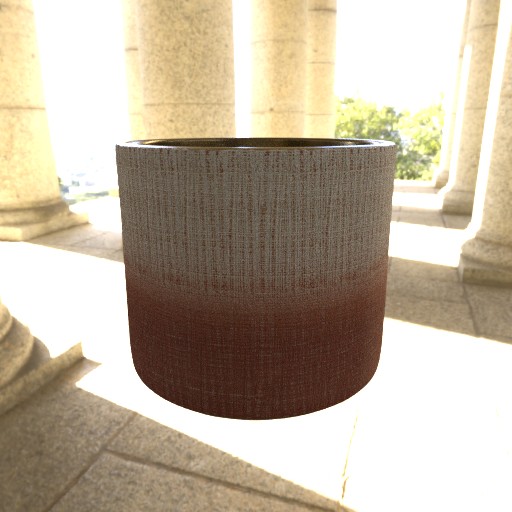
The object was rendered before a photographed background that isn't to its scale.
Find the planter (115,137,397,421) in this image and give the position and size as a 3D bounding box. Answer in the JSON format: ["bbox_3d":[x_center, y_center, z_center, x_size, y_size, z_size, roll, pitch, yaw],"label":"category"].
[{"bbox_3d":[0.000,0.000,0.440,0.254,0.221,0.254,0,17,0],"label":"planter"}]
